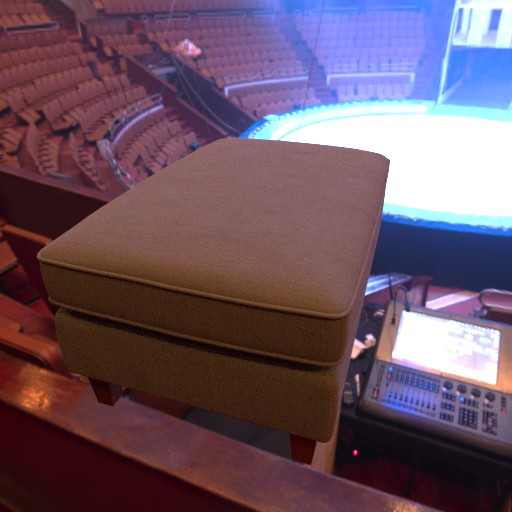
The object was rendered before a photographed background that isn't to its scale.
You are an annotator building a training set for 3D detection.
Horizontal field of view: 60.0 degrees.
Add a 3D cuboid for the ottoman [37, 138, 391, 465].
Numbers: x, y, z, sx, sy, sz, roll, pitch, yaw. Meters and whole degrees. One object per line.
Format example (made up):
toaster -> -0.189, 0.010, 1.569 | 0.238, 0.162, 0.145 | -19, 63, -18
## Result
ottoman -> 0.000, 0.000, 1.243 | 0.636, 0.480, 0.941 | 9, 30, 16
